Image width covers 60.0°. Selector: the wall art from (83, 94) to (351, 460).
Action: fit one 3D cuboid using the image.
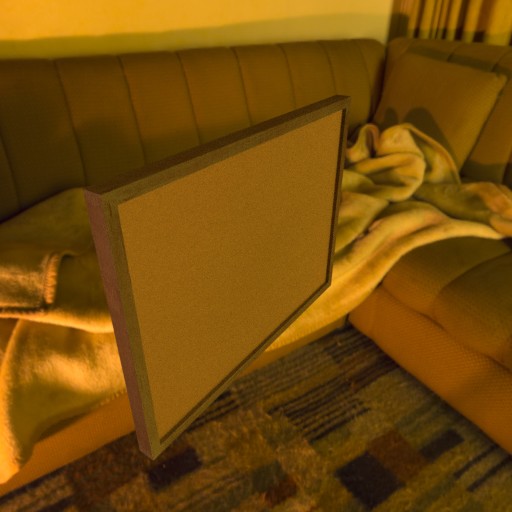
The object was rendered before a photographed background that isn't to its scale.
[{"bbox_3d":[0.000,0.000,1.765,0.070,1.009,1.320,21,37,30],"label":"wall art"}]
